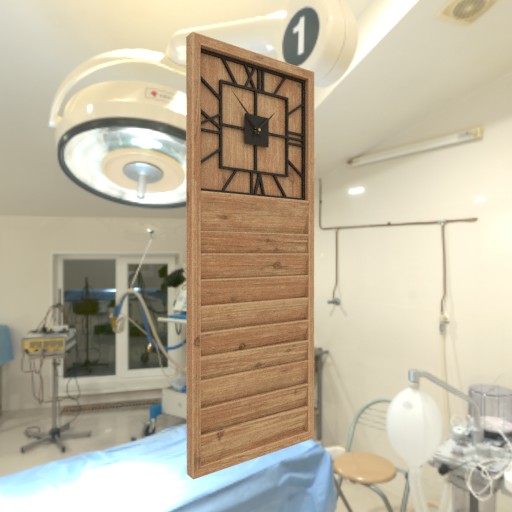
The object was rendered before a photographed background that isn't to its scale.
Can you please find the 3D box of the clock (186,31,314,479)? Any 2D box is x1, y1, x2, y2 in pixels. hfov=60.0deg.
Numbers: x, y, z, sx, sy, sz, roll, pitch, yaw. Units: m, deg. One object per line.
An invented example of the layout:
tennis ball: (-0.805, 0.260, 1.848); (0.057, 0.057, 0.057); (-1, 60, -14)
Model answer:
clock: (0.000, 0.000, 1.072); (0.361, 0.965, 0.030); (0, 1, -36)
